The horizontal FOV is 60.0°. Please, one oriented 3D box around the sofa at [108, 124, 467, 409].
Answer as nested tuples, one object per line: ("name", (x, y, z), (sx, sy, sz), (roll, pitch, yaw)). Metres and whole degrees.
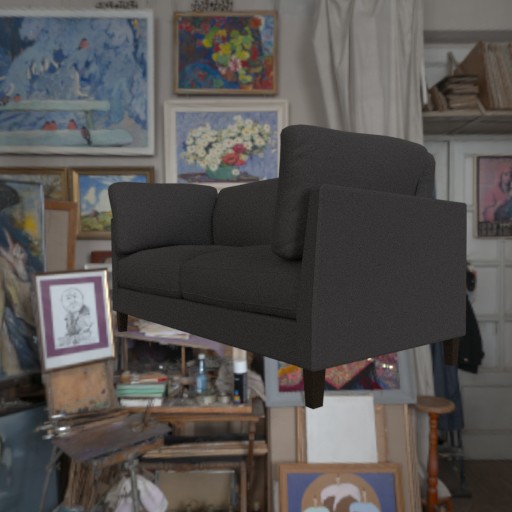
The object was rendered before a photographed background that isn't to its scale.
("sofa", (0.000, 0.000, 2.268), (0.969, 0.920, 1.751), (-1, 1, -38))
